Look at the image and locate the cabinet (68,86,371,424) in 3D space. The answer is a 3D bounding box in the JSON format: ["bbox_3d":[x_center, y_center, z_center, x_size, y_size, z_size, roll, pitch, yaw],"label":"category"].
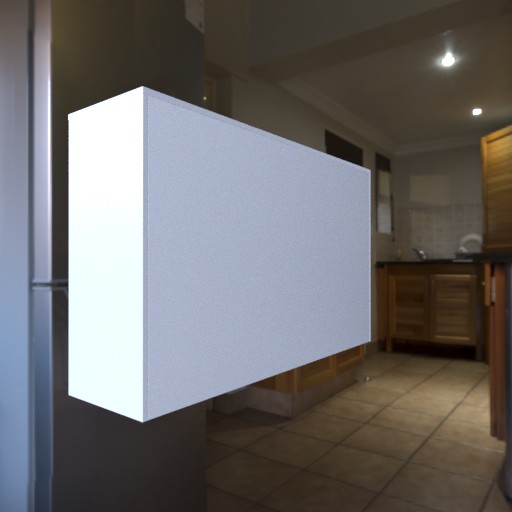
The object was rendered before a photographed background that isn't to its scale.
[{"bbox_3d":[0.000,0.000,1.864,0.380,0.900,1.450,0,0,38],"label":"cabinet"}]
